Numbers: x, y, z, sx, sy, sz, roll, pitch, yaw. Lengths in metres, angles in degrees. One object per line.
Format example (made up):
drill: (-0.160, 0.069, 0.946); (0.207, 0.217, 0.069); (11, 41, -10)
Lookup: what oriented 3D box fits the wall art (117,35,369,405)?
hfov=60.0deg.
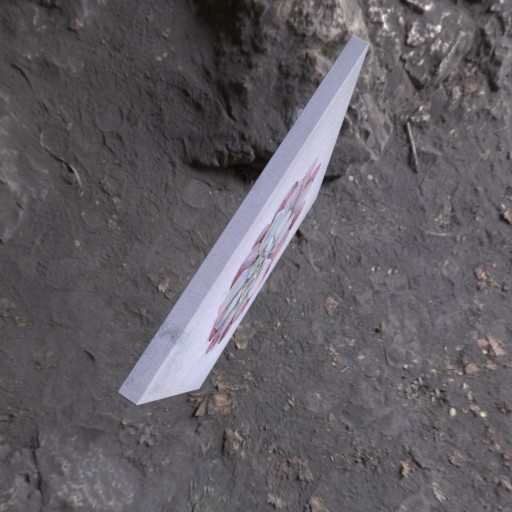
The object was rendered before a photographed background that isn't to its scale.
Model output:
wall art: (0.000, 0.000, 1.124); (0.041, 0.762, 0.762); (30, 77, 8)
